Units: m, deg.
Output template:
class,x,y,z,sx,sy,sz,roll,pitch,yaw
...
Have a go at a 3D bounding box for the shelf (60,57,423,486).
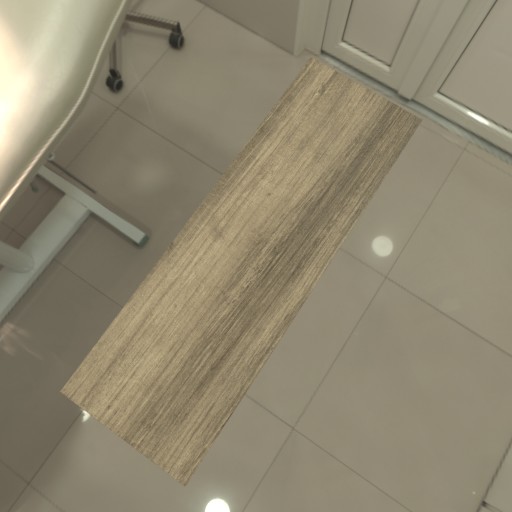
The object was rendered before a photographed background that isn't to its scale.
class,x,y,z,sx,sy,sz,roll,pitch,yaw
shelf,0.000,0.000,0.682,0.200,0.125,0.610,33,78,8
